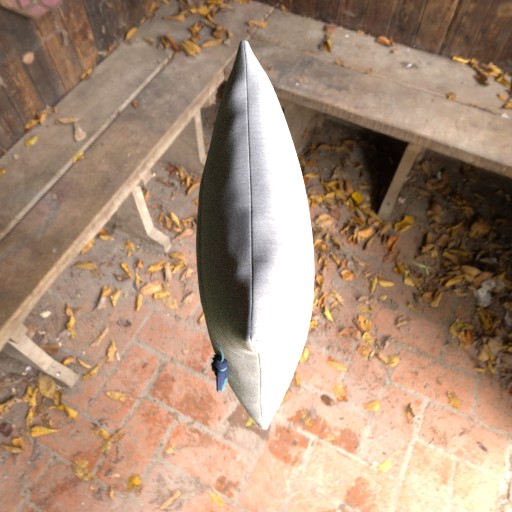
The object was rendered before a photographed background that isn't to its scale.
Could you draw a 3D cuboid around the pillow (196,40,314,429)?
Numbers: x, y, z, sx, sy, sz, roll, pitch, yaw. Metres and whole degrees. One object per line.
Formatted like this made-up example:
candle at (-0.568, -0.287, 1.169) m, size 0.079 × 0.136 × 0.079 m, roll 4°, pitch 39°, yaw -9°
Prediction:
pillow at (0.000, 0.000, 0.682) m, size 0.173 × 0.436 × 0.433 m, roll -2°, pitch 59°, yaw -1°
